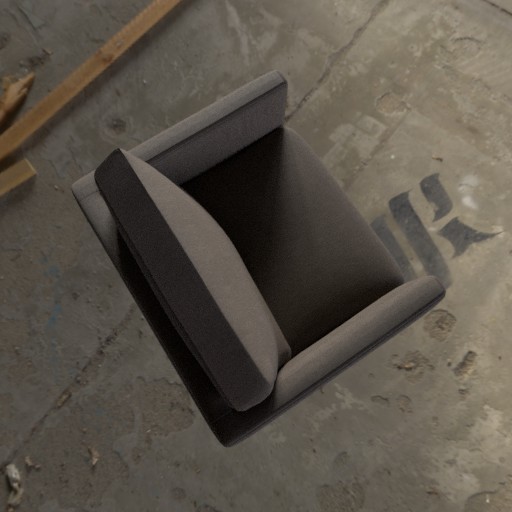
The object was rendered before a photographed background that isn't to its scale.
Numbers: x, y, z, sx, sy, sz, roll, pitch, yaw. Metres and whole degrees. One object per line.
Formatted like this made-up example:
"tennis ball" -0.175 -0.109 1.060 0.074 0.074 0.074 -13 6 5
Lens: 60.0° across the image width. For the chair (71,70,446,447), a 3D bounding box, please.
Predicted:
"chair" 0.000 0.000 1.829 0.959 0.963 1.107 -32 78 -8
